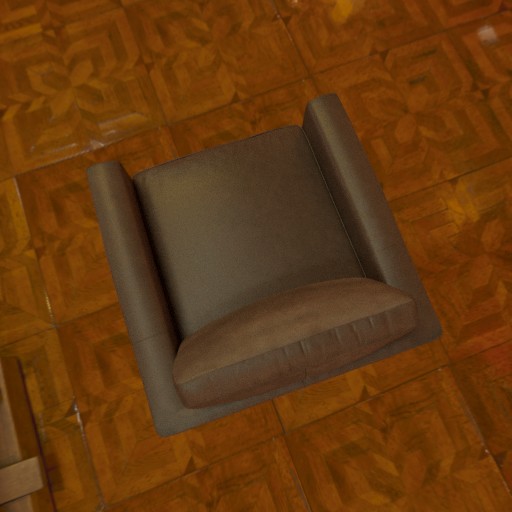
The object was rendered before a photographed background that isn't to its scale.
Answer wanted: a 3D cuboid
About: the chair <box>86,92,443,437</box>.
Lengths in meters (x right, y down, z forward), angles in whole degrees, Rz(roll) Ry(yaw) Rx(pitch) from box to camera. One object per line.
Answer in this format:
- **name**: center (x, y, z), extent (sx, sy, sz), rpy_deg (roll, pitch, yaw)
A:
- **chair**: center (0.000, 0.000, 1.795), extent (1.100, 0.812, 1.069), rpy_deg (-18, 76, -5)
